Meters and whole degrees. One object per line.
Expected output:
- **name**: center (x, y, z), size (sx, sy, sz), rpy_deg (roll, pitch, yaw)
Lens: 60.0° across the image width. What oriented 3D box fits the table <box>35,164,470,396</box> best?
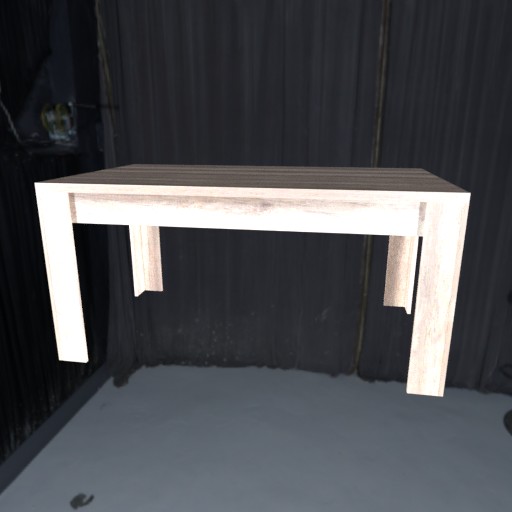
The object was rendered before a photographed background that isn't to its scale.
- **table**: center (0.000, 0.000, 2.134), size (1.600, 0.775, 0.900), rpy_deg (3, 17, 9)
